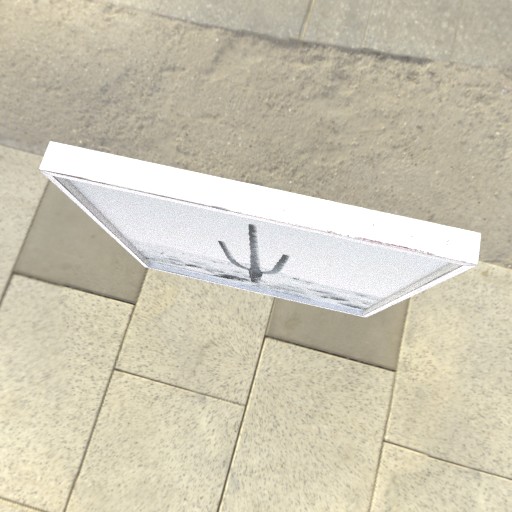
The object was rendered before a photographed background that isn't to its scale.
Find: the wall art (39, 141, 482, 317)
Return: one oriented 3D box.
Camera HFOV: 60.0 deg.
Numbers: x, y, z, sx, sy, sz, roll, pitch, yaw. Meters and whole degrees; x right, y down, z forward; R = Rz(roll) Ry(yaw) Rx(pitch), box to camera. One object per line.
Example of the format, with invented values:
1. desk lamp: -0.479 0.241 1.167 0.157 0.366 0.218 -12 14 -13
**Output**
1. wall art: 0.000 0.000 0.750 0.508 0.508 0.038 13 76 3
